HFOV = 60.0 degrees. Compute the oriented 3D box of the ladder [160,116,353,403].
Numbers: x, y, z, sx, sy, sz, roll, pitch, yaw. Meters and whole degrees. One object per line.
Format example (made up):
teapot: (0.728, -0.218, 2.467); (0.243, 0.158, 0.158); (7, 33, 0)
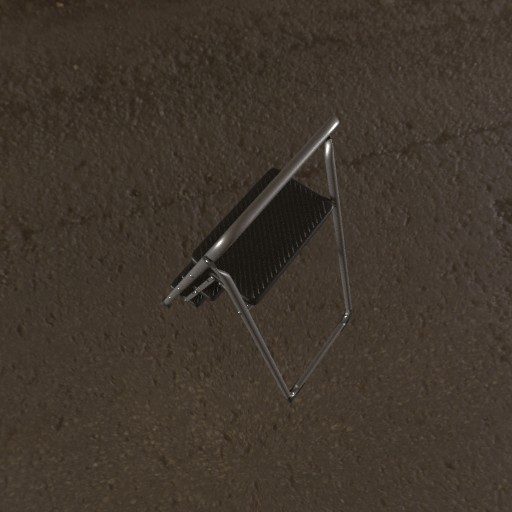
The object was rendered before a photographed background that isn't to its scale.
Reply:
ladder: (0.000, 0.000, 1.298); (0.629, 0.945, 0.430); (35, 69, 15)
